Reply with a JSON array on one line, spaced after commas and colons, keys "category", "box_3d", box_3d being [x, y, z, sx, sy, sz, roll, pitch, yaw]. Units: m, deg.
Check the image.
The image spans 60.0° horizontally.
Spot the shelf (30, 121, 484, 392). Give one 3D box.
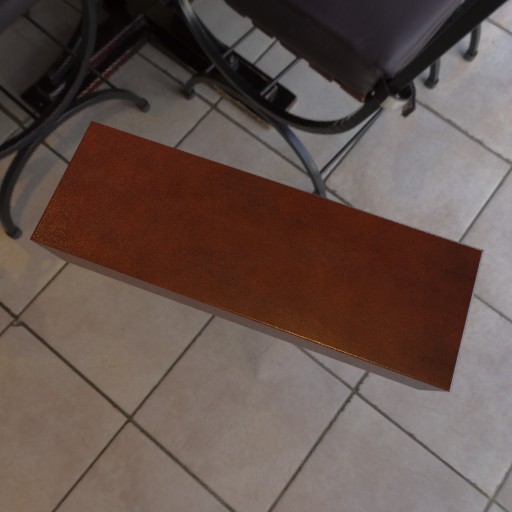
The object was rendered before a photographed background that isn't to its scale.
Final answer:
[{"category": "shelf", "box_3d": [0.000, 0.000, 0.512, 0.457, 0.088, 0.152, 19, 75, 5]}]
